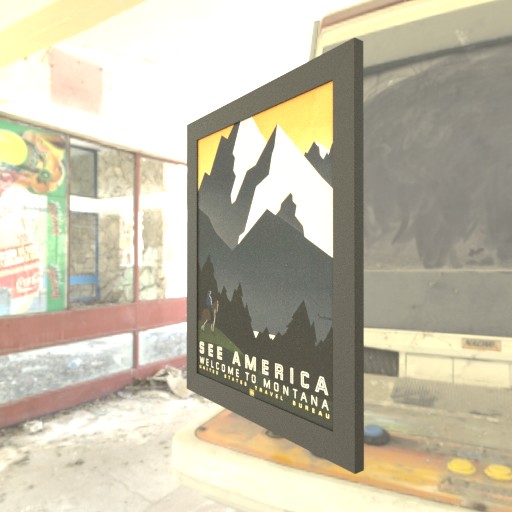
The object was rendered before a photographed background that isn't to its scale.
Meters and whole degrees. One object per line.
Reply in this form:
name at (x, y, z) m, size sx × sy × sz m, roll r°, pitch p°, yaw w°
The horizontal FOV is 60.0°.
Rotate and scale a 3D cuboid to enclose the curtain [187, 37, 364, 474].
curtain at (0.000, 0.000, 0.796) m, size 0.027 × 0.585 × 0.483 m, roll 0°, pitch 0°, yaw -36°
